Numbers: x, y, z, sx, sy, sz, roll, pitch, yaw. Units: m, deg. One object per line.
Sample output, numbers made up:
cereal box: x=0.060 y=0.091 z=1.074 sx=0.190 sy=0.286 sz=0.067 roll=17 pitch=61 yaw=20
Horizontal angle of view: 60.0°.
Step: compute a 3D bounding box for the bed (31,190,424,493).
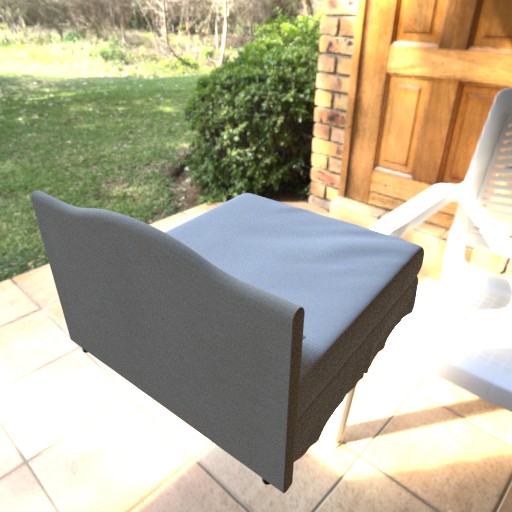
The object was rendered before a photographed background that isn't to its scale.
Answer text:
bed: x=0.000 y=0.000 z=3.401 sx=2.083 sy=1.421 sz=2.182 roll=22 pitch=37 yaw=32
